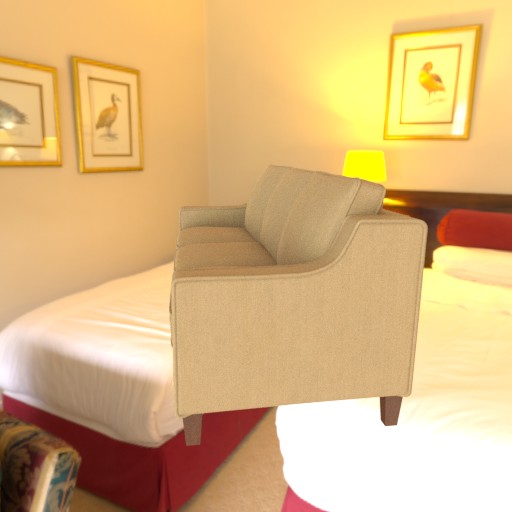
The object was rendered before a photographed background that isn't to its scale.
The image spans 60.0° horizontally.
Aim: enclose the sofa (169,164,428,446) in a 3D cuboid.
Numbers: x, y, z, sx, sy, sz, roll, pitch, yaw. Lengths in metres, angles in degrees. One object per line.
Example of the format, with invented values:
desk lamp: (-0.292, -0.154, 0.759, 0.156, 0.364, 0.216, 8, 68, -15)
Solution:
sofa: (0.000, 0.000, 2.503, 0.911, 0.974, 1.986, -2, 13, -9)
